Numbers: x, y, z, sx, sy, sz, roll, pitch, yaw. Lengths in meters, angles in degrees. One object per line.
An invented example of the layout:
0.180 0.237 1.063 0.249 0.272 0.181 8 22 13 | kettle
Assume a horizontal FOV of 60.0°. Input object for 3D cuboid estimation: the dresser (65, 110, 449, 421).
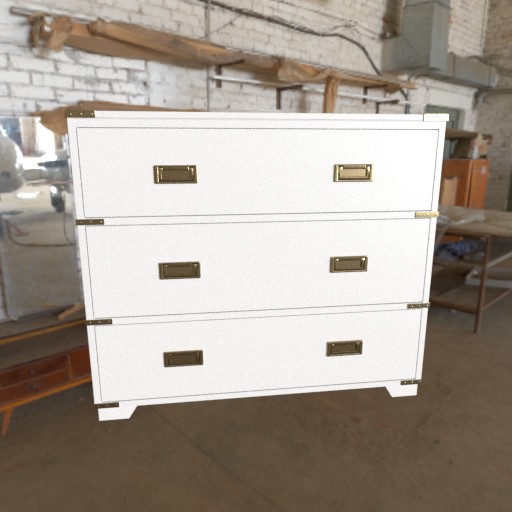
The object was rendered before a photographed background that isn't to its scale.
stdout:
0.000 0.000 1.492 1.022 0.891 0.460 -2 14 -8 | dresser
